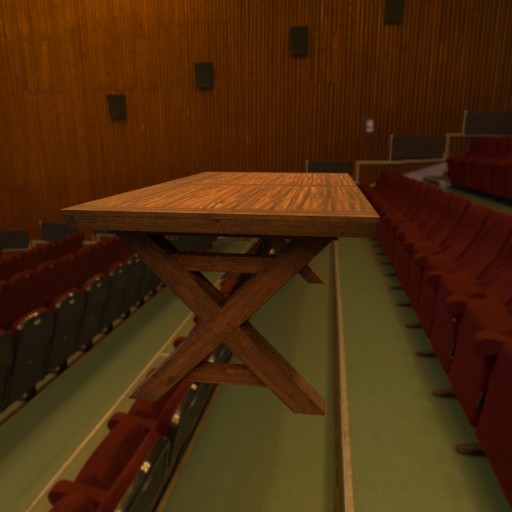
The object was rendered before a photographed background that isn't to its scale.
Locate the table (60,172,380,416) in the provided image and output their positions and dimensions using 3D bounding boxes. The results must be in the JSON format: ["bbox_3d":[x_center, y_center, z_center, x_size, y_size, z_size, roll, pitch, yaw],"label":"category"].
[{"bbox_3d":[0.000,0.000,2.491,1.071,0.793,1.966,2,15,8],"label":"table"}]
